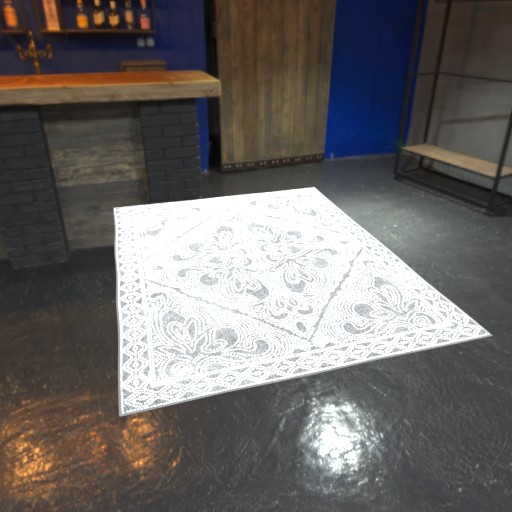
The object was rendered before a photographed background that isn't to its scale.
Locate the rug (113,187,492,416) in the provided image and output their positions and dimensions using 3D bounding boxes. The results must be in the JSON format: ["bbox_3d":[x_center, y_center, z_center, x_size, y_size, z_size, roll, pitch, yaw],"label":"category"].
[{"bbox_3d":[0.000,0.000,3.943,2.438,0.012,3.048,-8,30,-14],"label":"rug"}]
